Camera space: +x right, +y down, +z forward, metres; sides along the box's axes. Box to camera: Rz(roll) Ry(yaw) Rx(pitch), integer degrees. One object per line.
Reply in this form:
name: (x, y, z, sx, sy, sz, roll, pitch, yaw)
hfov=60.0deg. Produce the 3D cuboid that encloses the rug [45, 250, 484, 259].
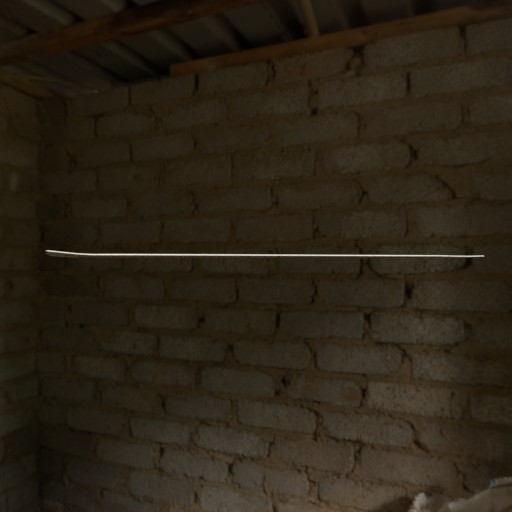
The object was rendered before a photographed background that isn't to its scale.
rug: (0.000, 0.000, 2.433, 1.947, 0.023, 1.214, 0, -1, -17)
